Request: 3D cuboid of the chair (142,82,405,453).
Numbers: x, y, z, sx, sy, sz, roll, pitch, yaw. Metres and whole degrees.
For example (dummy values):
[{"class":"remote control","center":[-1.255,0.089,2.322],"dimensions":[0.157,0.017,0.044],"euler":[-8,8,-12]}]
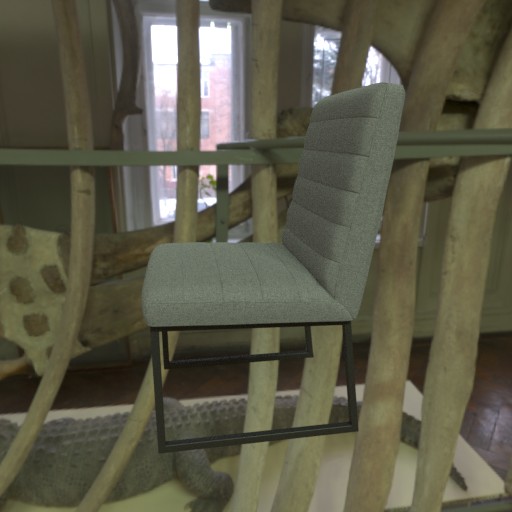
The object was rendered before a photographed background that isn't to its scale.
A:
[{"class":"chair","center":[0.000,0.000,1.313],"dimensions":[0.634,0.930,0.520],"euler":[-2,15,-9]}]
